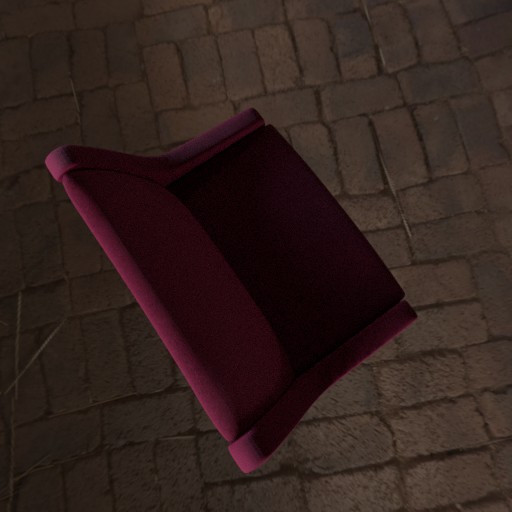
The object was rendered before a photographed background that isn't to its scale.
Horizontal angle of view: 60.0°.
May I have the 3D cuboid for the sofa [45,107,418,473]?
[{"bbox_3d":[0.000,0.000,1.925,0.946,0.976,1.242,-34,79,-8],"label":"sofa"}]
